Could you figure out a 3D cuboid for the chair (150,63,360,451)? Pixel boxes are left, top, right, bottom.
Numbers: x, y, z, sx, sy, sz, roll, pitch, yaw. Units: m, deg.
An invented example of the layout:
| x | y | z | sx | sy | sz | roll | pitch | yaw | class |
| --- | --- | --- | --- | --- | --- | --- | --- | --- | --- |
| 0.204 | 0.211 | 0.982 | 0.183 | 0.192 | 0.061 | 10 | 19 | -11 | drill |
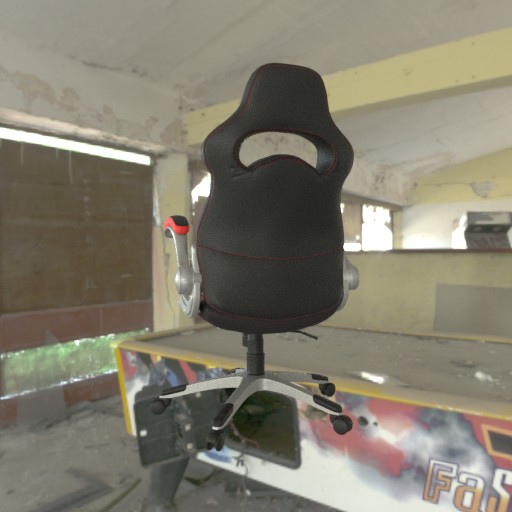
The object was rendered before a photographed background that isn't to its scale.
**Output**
| x | y | z | sx | sy | sz | roll | pitch | yaw | class |
| --- | --- | --- | --- | --- | --- | --- | --- | --- | --- |
| 0.000 | 0.000 | 1.652 | 0.758 | 1.165 | 0.712 | 0 | 0 | -17 | chair |
